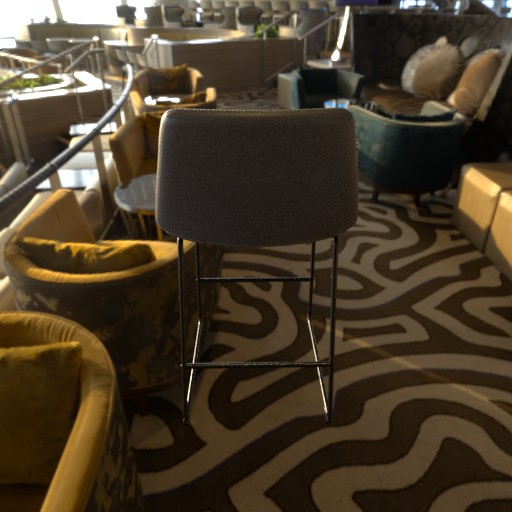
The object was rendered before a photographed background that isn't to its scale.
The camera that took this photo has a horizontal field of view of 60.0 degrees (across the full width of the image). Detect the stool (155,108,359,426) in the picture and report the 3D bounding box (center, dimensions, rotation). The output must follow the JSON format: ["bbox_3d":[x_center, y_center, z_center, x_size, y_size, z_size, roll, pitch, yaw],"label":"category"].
[{"bbox_3d":[0.000,0.000,1.204,0.470,0.876,0.546,-1,30,-1],"label":"stool"}]
